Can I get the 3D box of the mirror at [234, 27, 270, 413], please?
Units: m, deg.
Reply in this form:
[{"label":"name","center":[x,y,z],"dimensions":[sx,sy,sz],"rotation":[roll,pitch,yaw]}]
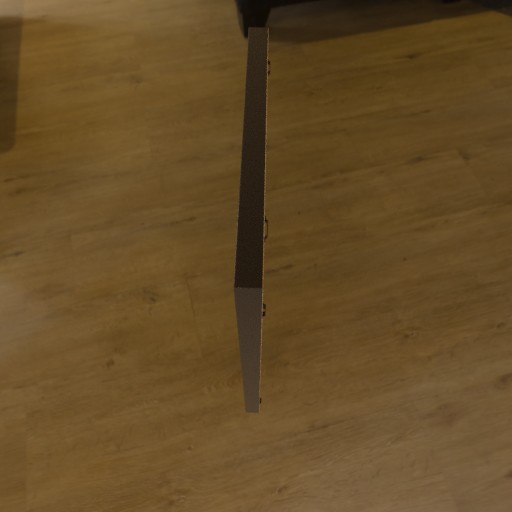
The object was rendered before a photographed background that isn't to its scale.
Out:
[{"label":"mirror","center":[0.000,0.000,0.950],"dimensions":[0.039,0.710,0.507],"rotation":[1,59,1]}]
